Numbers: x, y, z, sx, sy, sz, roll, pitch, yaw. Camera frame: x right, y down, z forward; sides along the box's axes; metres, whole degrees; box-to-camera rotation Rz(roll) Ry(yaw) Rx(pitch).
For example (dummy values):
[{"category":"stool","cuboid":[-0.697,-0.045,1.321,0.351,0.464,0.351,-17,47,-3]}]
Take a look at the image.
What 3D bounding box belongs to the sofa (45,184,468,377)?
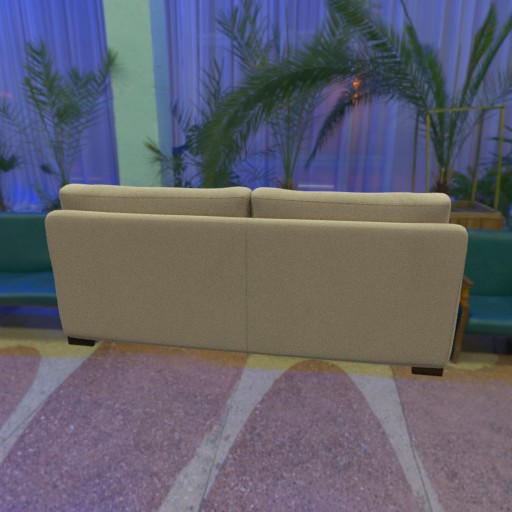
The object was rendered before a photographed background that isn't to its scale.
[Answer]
[{"category":"sofa","cuboid":[0.000,0.000,2.695,2.147,0.925,0.929,3,18,9]}]
